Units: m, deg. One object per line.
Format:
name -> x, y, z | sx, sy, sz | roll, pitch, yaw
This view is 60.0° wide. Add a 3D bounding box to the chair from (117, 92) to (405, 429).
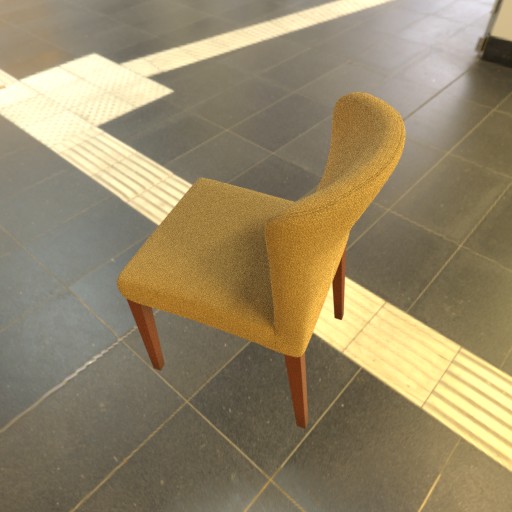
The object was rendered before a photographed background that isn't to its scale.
chair -> 0.000, 0.000, 1.190 | 0.589, 0.839, 0.491 | 16, 49, 15
